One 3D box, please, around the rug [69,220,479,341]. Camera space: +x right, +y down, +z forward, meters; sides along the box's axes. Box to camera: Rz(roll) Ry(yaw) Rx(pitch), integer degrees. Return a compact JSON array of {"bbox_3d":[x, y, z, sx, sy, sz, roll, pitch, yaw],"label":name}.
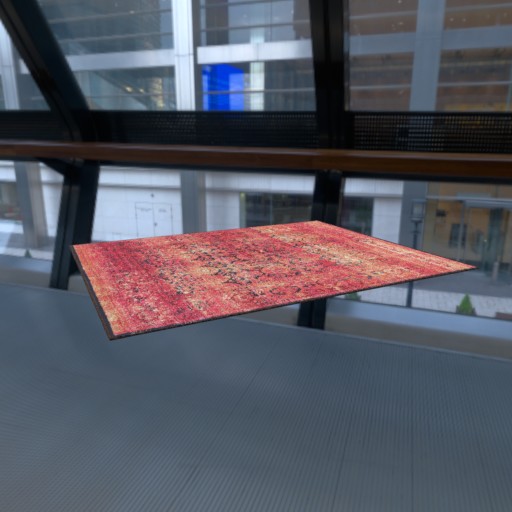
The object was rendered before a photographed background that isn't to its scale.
[{"bbox_3d":[0.000,0.000,4.120,3.032,0.020,2.411,-8,17,-26],"label":"rug"}]
